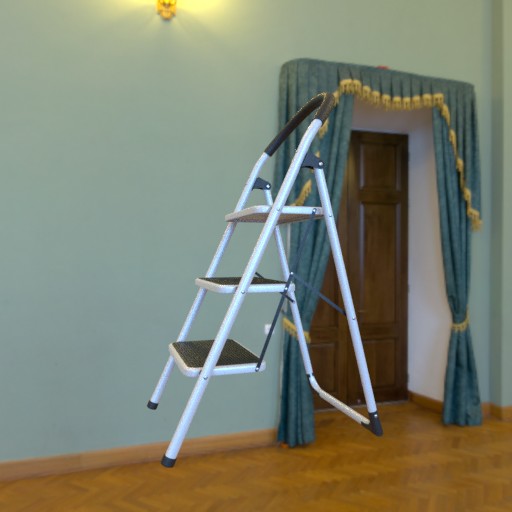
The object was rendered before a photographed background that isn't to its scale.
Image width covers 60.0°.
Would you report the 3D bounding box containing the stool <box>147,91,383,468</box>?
[{"bbox_3d":[0.000,0.000,1.479,0.676,1.109,0.485,0,0,-18],"label":"stool"}]
